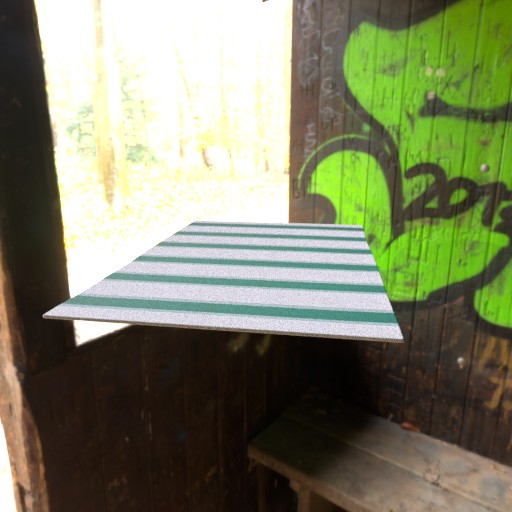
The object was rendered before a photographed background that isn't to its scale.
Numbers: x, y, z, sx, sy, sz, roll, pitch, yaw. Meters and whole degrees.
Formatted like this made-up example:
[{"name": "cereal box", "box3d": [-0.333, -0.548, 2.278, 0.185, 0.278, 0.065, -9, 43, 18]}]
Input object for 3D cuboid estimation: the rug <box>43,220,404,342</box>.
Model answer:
[{"name": "rug", "box3d": [0.000, 0.000, 2.314, 1.210, 0.012, 1.829, 2, 15, 9]}]
